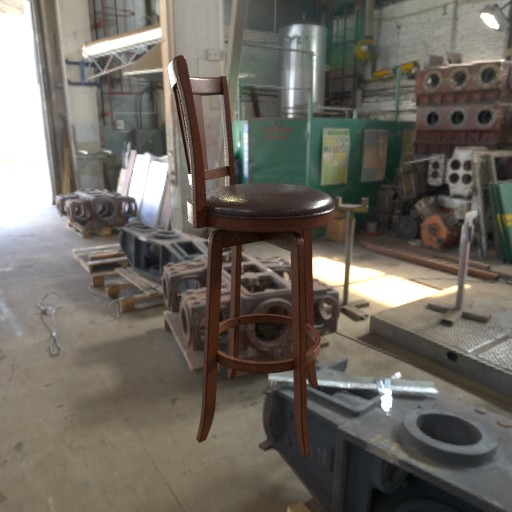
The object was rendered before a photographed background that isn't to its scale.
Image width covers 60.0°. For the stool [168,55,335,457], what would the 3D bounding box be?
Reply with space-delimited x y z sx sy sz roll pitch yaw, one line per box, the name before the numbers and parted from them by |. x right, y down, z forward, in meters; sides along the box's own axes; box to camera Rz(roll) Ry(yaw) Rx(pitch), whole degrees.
stool | 0.000 0.000 1.479 0.503 1.177 0.464 3 16 11
